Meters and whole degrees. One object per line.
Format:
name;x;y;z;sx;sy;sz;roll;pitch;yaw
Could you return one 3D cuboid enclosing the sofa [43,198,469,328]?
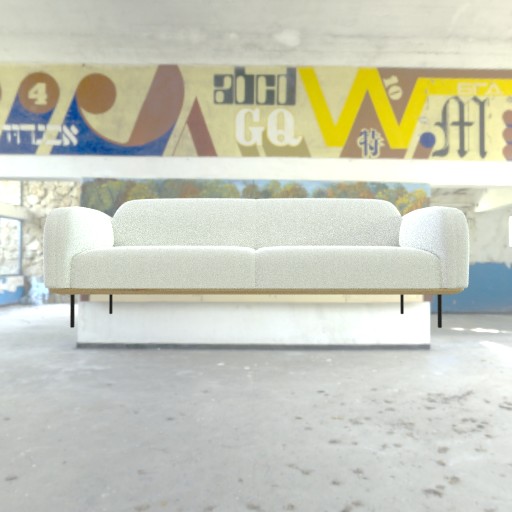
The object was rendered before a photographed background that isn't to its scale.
sofa;0.000;0.000;2.702;2.280;0.780;0.870;0;-1;0
